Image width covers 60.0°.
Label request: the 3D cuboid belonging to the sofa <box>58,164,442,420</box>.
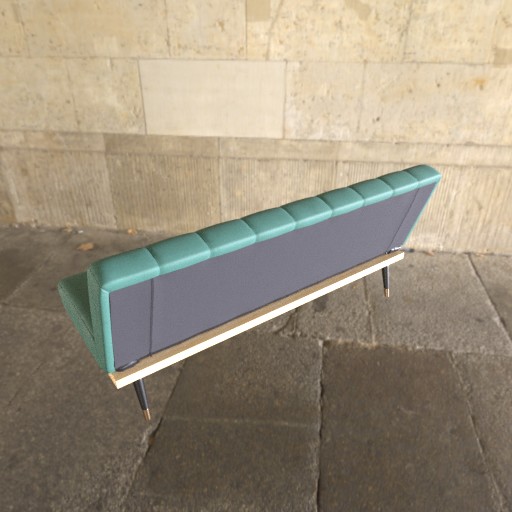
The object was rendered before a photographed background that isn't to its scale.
[{"bbox_3d":[0.000,0.000,2.303,1.810,0.820,0.830,-20,35,-31],"label":"sofa"}]
